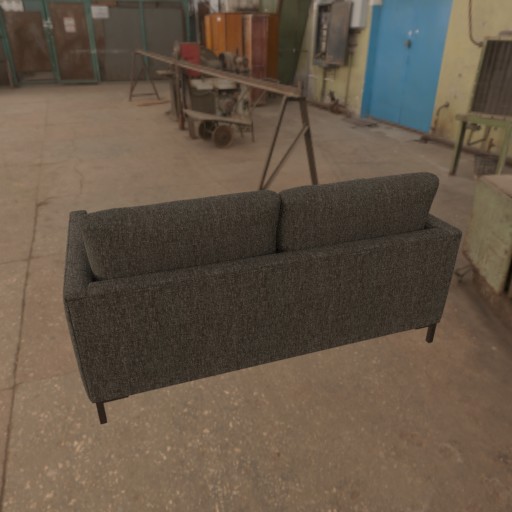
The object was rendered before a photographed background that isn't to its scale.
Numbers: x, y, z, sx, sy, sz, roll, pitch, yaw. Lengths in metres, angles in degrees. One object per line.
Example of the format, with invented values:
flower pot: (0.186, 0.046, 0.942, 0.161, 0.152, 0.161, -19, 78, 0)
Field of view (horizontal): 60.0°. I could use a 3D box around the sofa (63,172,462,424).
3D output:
sofa: (0.000, 0.000, 2.196, 1.716, 0.862, 0.866, -9, 29, -17)
